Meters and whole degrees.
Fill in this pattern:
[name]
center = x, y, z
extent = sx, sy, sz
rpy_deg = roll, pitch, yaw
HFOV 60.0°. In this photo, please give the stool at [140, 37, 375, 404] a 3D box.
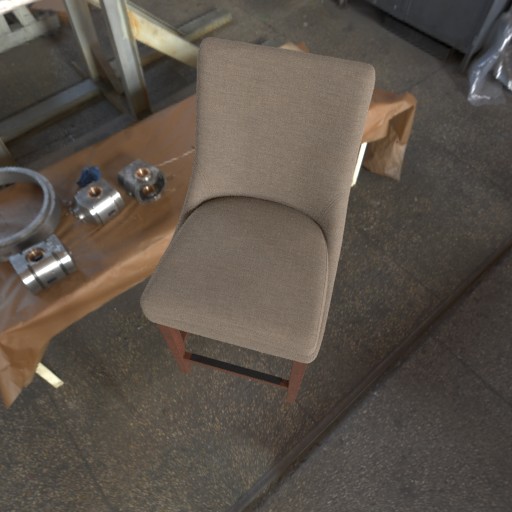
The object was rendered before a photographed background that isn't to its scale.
[stool]
center = 0.000, 0.000, 1.294
extent = 0.470, 0.981, 0.577
rpy_deg = 13, 59, 8
